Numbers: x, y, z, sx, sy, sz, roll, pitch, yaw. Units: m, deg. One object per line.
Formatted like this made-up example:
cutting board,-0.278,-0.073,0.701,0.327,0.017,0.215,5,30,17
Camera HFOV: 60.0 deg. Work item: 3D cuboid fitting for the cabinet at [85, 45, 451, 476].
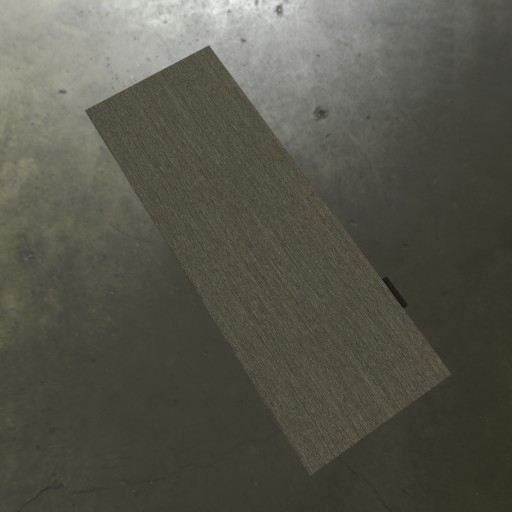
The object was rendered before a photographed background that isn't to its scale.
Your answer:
cabinet,0.000,0.000,1.630,0.500,0.599,1.300,-32,77,-8
